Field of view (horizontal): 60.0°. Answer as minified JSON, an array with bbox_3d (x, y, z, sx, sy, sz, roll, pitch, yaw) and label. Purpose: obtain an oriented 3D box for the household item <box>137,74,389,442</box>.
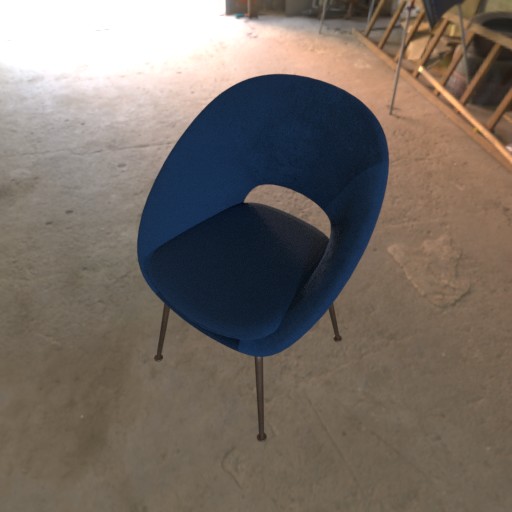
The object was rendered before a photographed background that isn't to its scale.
[{"bbox_3d":[0.000,0.000,1.285,0.623,0.852,0.573,29,52,26],"label":"household item"}]
